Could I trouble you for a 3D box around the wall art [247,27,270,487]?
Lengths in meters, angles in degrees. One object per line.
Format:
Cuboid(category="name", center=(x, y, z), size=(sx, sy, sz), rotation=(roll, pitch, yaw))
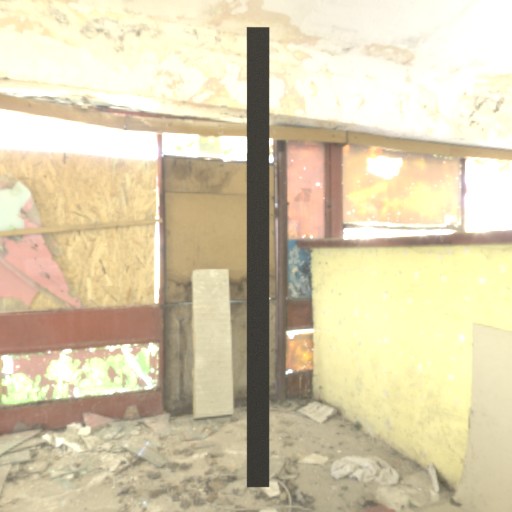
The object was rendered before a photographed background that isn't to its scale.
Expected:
Cuboid(category="wall art", center=(0.000, 0.000, 1.116), size=(0.038, 0.763, 0.763), rotation=(0, 1, -1))
